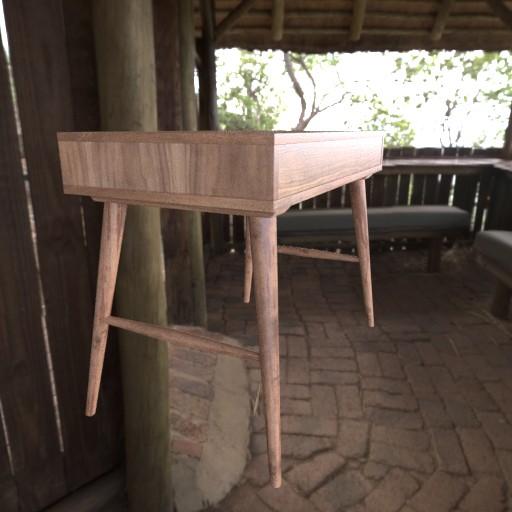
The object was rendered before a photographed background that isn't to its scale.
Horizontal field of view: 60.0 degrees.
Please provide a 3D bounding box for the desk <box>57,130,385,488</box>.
[{"bbox_3d":[0.000,0.000,1.400,0.588,0.758,0.949,8,18,26],"label":"desk"}]
